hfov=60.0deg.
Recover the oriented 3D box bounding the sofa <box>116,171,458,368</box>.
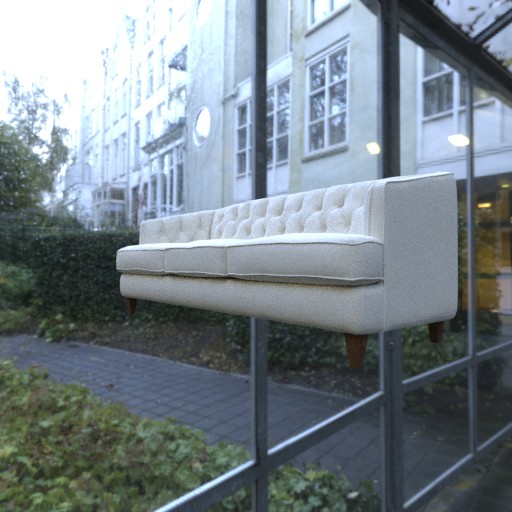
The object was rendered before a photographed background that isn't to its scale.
[{"bbox_3d":[0.000,0.000,2.711,0.941,0.855,2.278,0,-1,-38],"label":"sofa"}]
